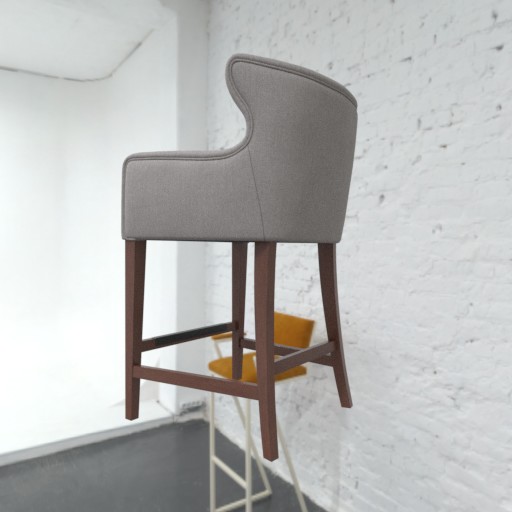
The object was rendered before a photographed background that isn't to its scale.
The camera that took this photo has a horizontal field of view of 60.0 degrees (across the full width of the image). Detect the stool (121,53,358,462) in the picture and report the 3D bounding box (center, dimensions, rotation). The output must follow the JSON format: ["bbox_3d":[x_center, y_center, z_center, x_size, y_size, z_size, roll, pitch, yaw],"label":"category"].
[{"bbox_3d":[0.000,0.000,1.336,0.575,0.951,0.575,0,1,36],"label":"stool"}]
